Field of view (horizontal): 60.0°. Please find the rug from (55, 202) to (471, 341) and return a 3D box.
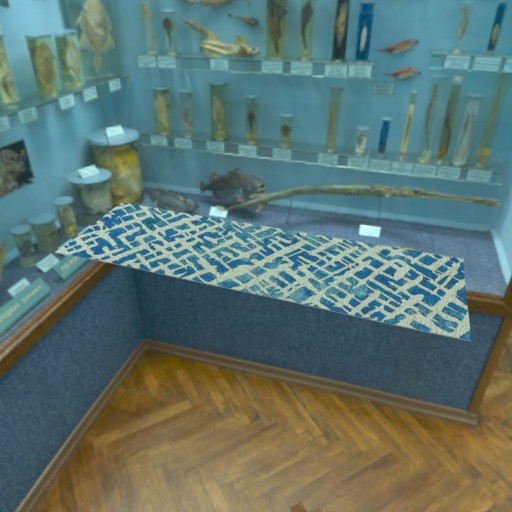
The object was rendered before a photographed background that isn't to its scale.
[{"bbox_3d":[0.000,0.000,2.765,2.446,0.011,0.768,11,34,16],"label":"rug"}]
